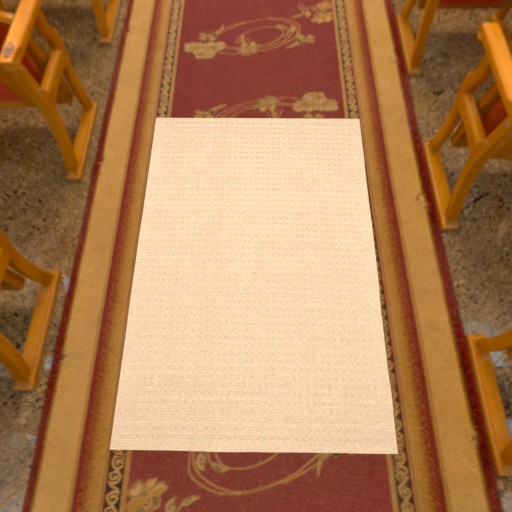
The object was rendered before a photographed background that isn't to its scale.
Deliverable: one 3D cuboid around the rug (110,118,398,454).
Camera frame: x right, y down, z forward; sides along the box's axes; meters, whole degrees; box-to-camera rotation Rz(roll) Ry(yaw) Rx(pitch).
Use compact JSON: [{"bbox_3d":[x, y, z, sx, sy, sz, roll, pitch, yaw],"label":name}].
[{"bbox_3d":[0.000,0.000,2.824,1.523,0.006,2.289,1,64,0],"label":"rug"}]
